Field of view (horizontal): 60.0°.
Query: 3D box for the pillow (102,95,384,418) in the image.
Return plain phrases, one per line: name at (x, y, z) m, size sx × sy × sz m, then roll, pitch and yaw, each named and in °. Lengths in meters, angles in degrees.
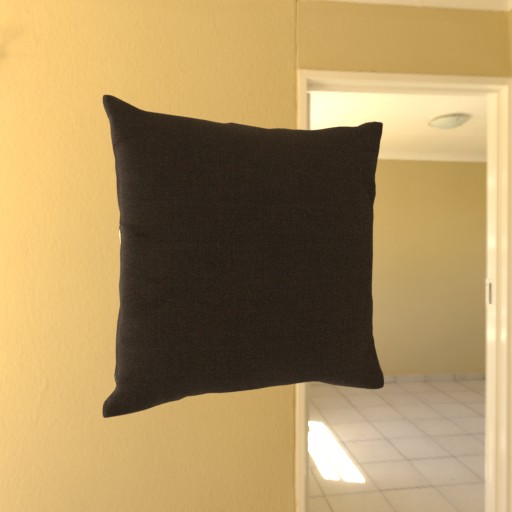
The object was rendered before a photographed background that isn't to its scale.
pillow at (0.000, 0.000, 0.657) m, size 0.432 × 0.432 × 0.139 m, roll 0°, pitch 1°, yaw -17°
